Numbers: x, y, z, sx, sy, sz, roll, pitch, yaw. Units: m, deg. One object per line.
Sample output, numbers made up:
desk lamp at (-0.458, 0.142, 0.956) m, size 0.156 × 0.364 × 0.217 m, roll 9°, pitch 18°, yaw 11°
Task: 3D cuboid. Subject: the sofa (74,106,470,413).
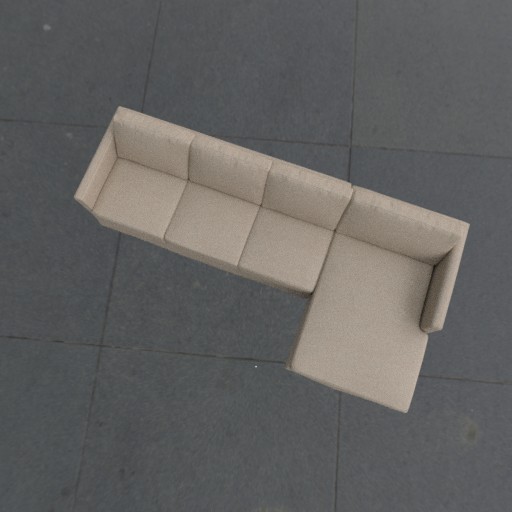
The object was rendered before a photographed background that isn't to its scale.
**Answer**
sofa at (0.000, 0.000, 3.824) m, size 3.177 × 0.867 × 1.622 m, roll 20°, pitch 77°, yaw 5°
